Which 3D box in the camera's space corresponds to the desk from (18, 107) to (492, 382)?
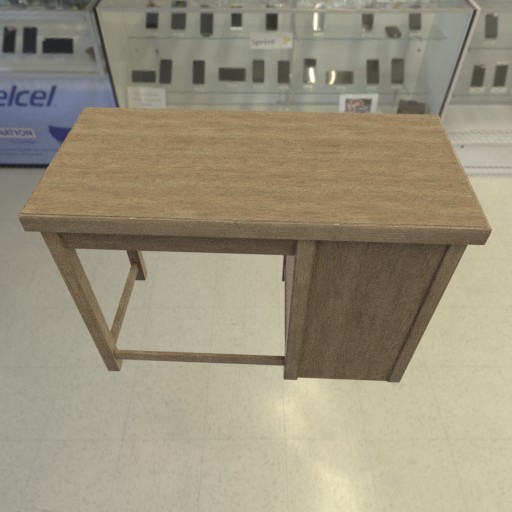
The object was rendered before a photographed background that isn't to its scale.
[{"bbox_3d":[0.000,0.000,1.739,1.289,0.912,0.610,2,47,2],"label":"desk"}]
